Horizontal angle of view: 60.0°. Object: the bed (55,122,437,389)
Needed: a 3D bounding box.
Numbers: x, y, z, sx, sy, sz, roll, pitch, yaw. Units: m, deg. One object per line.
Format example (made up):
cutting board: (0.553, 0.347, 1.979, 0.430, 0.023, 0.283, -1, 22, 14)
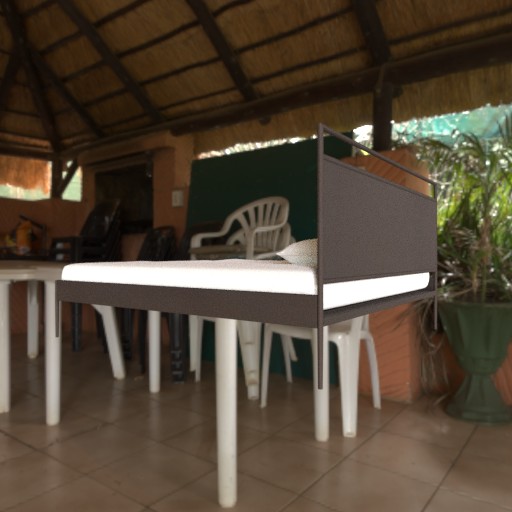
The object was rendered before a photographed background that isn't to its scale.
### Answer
bed: (0.000, 0.000, 3.378, 2.151, 1.173, 1.993, 0, 0, 36)
